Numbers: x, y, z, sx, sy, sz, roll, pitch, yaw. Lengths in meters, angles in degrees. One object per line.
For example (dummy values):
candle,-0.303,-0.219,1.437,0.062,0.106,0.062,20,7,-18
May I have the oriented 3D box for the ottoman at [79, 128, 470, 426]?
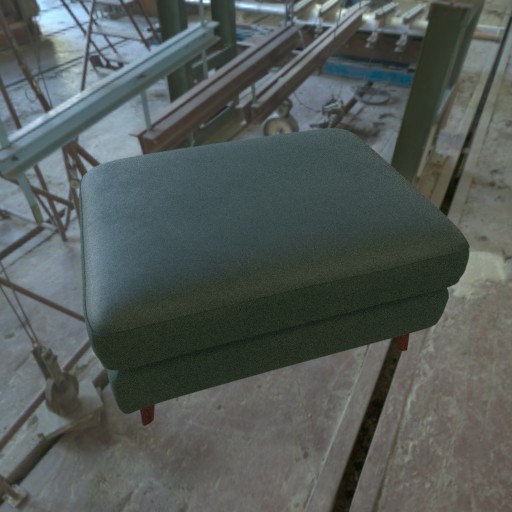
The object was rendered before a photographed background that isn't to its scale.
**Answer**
ottoman,0.000,0.000,1.150,0.811,0.449,0.608,-12,43,-13
